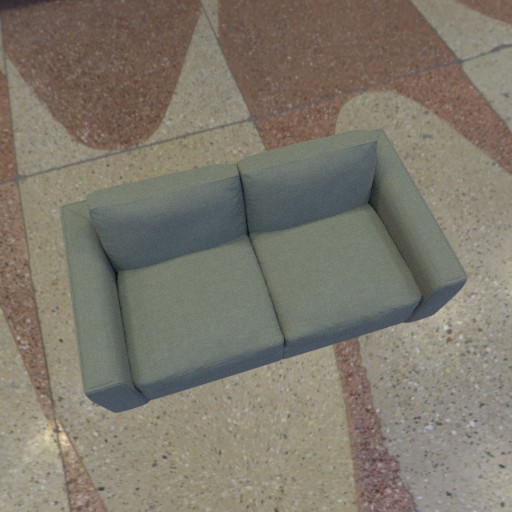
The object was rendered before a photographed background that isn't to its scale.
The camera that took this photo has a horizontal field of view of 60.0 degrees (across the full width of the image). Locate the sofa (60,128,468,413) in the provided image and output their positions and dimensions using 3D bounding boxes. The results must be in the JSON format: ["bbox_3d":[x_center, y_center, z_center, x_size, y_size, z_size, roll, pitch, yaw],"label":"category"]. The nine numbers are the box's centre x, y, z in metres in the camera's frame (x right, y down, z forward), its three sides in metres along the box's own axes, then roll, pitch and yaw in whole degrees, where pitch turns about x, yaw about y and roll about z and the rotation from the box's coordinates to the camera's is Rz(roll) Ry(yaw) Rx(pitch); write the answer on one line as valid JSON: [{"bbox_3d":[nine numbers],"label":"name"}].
[{"bbox_3d":[0.000,0.000,2.408,1.920,0.800,1.069,-15,64,-8],"label":"sofa"}]
